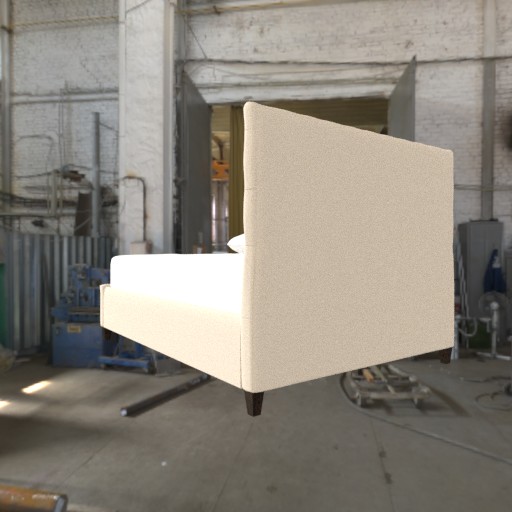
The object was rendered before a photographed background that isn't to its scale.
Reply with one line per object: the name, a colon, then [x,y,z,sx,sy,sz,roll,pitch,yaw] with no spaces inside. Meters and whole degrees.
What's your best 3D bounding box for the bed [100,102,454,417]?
bed: [0.000,0.000,3.360,1.696,1.426,2.233,-1,1,-36]
